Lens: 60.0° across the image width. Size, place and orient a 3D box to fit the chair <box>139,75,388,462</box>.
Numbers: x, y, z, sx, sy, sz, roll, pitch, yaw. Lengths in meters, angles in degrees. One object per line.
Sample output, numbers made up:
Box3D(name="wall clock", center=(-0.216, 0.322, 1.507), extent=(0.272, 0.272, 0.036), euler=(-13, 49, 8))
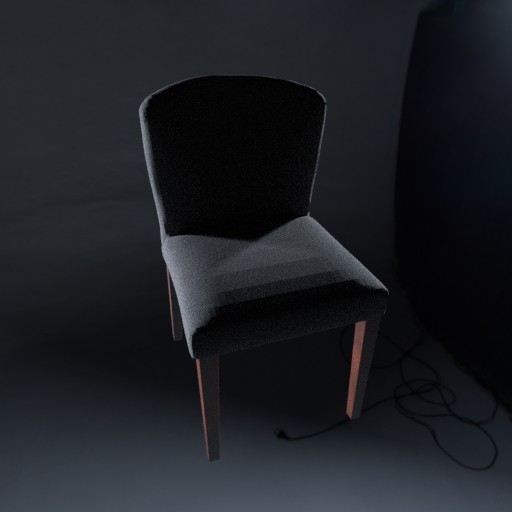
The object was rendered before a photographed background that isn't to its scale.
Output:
Box3D(name="chair", center=(0.000, 0.000, 1.193), extent=(0.491, 0.839, 0.589), euler=(-10, 32, -16))
